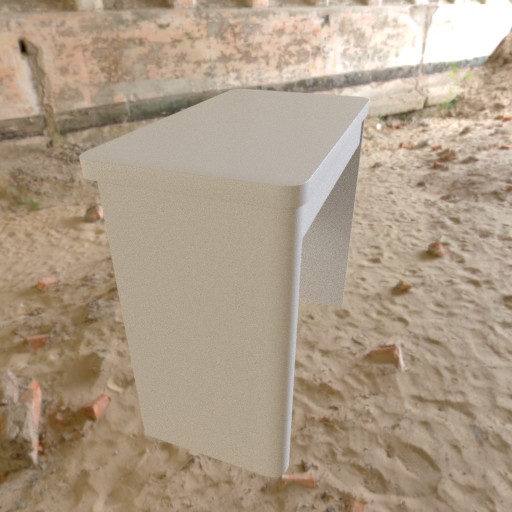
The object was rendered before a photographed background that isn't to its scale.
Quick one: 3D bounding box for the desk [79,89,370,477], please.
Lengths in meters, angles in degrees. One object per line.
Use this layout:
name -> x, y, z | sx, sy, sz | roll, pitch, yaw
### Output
desk -> 0.000, 0.000, 1.267 | 0.446, 0.760, 0.790 | 11, 32, 18
